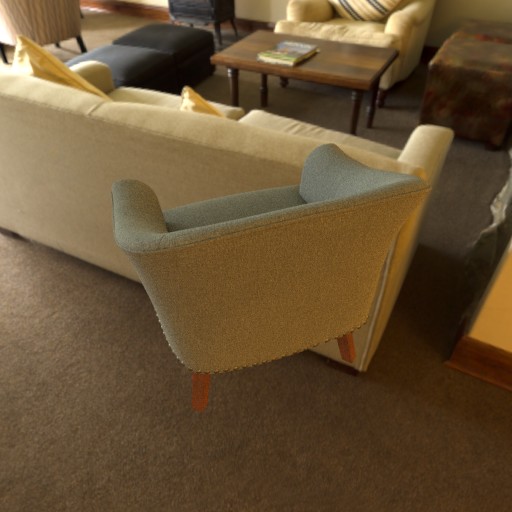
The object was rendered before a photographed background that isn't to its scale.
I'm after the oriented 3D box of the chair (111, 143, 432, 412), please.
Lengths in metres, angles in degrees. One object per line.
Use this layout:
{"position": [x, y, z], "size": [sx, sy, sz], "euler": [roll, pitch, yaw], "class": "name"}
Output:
{"position": [0.000, 0.000, 1.415], "size": [0.798, 0.815, 0.704], "euler": [-13, 43, -14], "class": "chair"}
